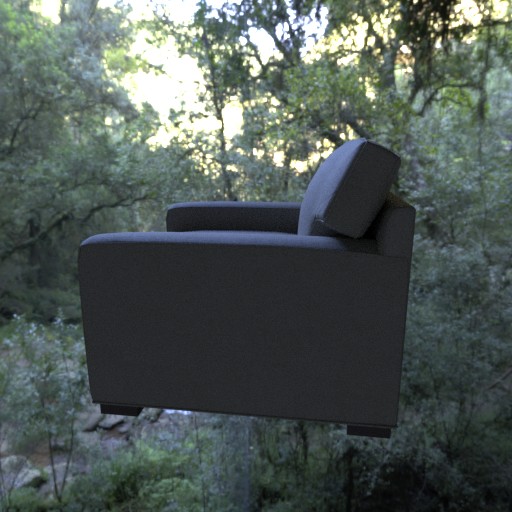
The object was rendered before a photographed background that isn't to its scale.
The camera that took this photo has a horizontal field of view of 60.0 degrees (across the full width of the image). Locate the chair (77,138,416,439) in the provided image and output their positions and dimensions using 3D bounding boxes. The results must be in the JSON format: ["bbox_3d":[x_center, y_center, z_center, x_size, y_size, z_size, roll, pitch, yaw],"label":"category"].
[{"bbox_3d":[0.000,0.000,1.833,1.044,0.934,0.999,2,14,8],"label":"chair"}]
